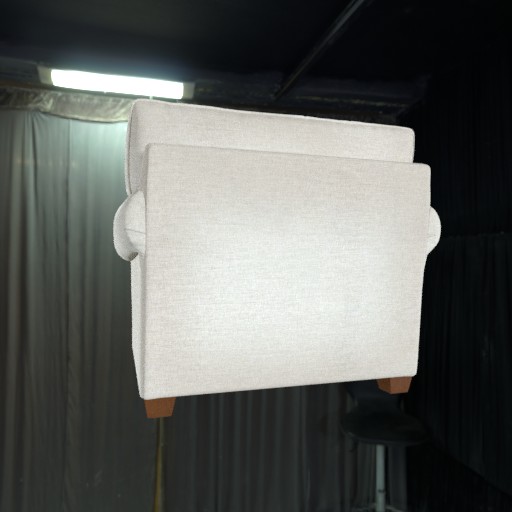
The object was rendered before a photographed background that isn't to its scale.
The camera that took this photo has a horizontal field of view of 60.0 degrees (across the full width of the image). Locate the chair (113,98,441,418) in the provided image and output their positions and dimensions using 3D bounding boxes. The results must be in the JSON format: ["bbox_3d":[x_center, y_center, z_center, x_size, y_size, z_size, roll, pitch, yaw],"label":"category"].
[{"bbox_3d":[0.000,0.000,1.774,1.092,0.961,0.965,0,-1,-17],"label":"chair"}]
